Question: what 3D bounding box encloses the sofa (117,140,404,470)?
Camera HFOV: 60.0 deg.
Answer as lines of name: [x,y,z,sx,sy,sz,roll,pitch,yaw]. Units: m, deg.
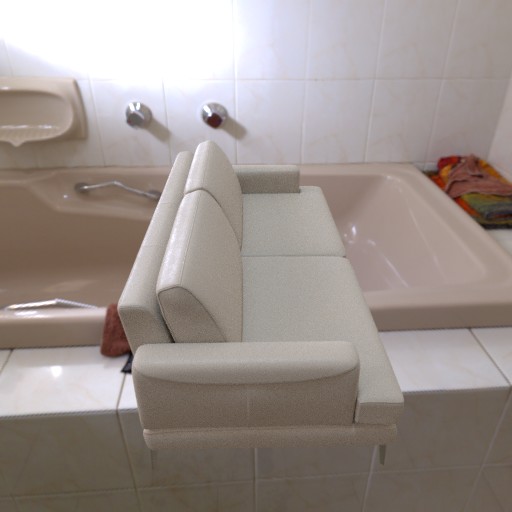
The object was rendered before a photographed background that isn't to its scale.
sofa: [0.000,0.000,2.299,0.974,0.765,1.940,-1,31,-1]
